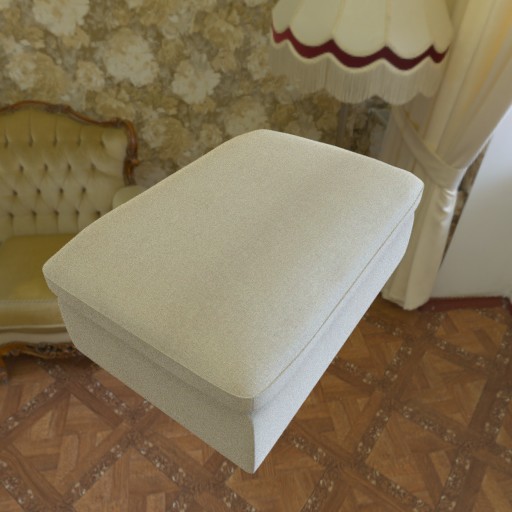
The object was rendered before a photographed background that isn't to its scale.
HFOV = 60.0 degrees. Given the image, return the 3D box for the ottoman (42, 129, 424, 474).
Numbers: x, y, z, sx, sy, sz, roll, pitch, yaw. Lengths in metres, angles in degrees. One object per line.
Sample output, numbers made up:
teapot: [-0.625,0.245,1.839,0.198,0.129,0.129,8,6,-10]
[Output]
ottoman: [0.000,0.000,1.343,0.686,0.453,0.984,25,46,26]
